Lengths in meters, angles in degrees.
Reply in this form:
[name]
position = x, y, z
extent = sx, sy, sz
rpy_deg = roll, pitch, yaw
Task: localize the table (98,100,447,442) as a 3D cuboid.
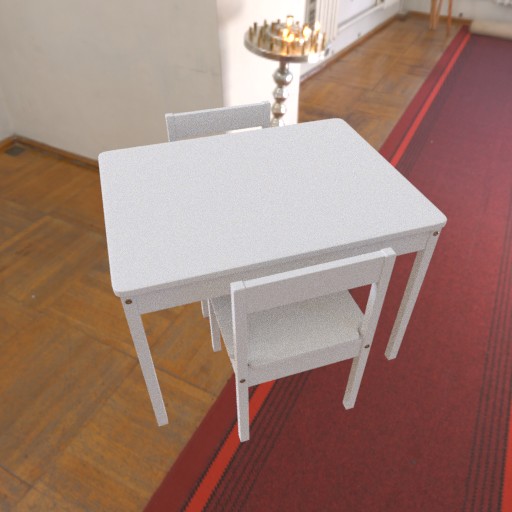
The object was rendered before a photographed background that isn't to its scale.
[table]
position = 0.000, 0.000, 1.118
extent = 0.650, 0.503, 0.672
rpy_deg = -12, 43, -13
